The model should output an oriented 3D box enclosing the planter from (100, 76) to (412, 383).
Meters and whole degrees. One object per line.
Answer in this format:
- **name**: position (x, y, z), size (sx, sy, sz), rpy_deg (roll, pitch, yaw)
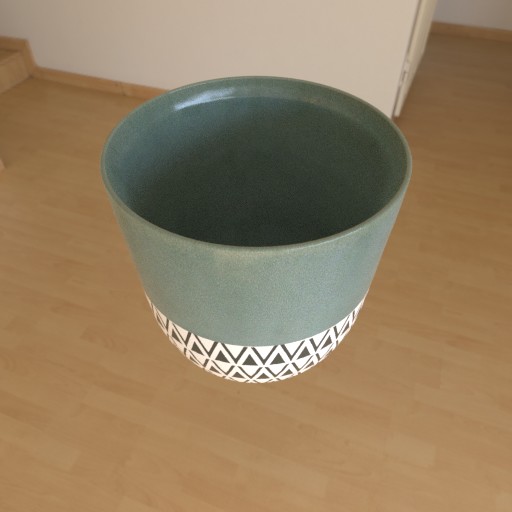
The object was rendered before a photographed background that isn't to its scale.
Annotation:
- **planter**: position (0.000, 0.000, 0.366), size (0.198, 0.214, 0.198), rpy_deg (0, 46, 0)
